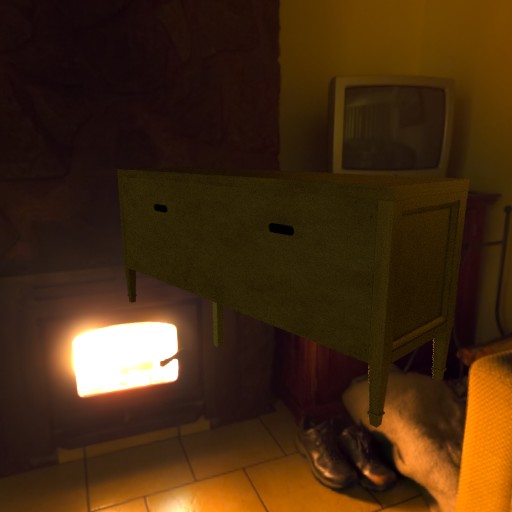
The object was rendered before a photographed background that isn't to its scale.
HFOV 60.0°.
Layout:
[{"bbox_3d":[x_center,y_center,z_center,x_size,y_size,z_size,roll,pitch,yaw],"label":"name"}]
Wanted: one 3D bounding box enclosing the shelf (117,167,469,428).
[{"bbox_3d":[0.000,0.000,1.946,0.479,0.719,1.575,-12,18,-41],"label":"shelf"}]
